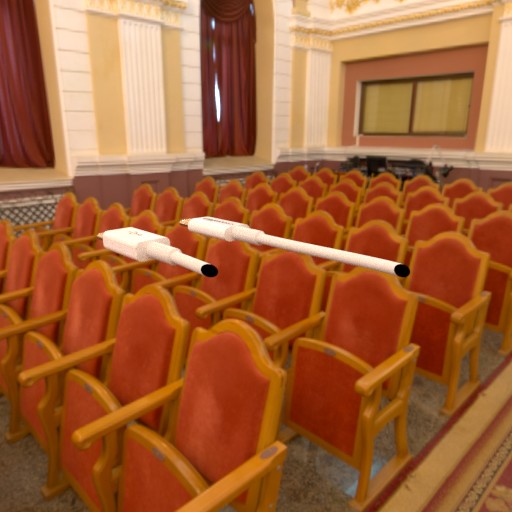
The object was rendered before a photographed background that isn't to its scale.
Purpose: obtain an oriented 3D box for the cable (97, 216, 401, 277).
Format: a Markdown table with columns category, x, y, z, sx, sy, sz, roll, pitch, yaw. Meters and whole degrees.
| category | x | y | z | sx | sy | sz | roll | pitch | yaw |
| --- | --- | --- | --- | --- | --- | --- | --- | --- | --- |
| cable | 0.000 | 0.000 | 0.112 | 0.040 | 0.006 | 0.098 | -14 | 21 | -42 |
